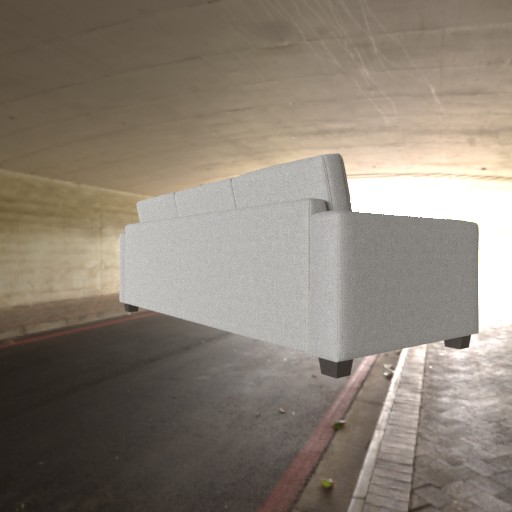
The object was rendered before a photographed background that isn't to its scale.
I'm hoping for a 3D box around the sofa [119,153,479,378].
[{"bbox_3d":[0.000,0.000,2.559,0.900,0.800,2.160,0,1,-35],"label":"sofa"}]
